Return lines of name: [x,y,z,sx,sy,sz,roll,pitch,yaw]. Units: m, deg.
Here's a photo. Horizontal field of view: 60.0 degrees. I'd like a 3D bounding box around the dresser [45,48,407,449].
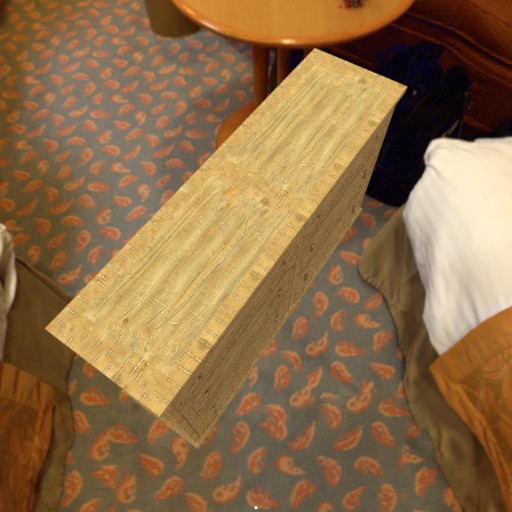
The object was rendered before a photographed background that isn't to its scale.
dresser: [0.000,0.000,2.066,0.457,1.016,1.626,31,65,16]
